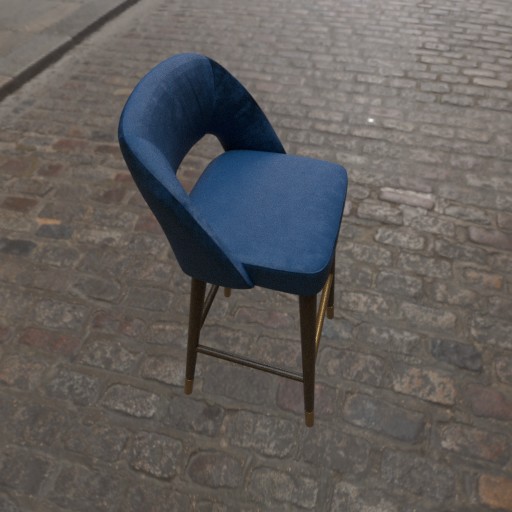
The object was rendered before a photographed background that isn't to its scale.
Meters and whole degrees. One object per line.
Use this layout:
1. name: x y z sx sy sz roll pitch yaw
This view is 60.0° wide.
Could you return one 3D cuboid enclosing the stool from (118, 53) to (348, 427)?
1. stool: 0.000 0.000 1.281 0.515 1.016 0.514 11 47 10
